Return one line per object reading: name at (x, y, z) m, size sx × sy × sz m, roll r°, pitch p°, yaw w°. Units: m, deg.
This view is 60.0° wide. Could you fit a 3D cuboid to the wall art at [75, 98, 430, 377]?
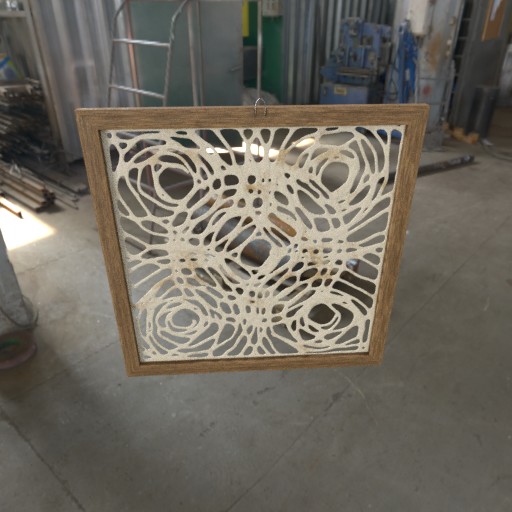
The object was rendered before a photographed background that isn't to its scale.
wall art at (0.000, 0.000, 0.839) m, size 0.561 × 0.576 × 0.021 m, roll -2°, pitch 30°, yaw -3°
